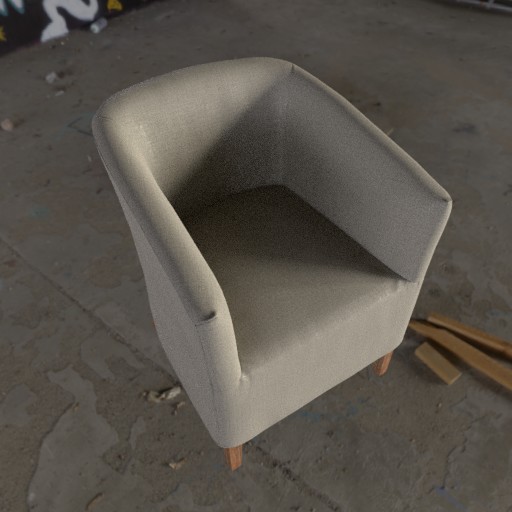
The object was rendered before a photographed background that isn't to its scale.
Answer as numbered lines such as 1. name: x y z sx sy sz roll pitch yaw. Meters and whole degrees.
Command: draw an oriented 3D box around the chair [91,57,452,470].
1. chair: 0.000 0.000 1.177 0.600 0.771 0.668 -24 51 -22
